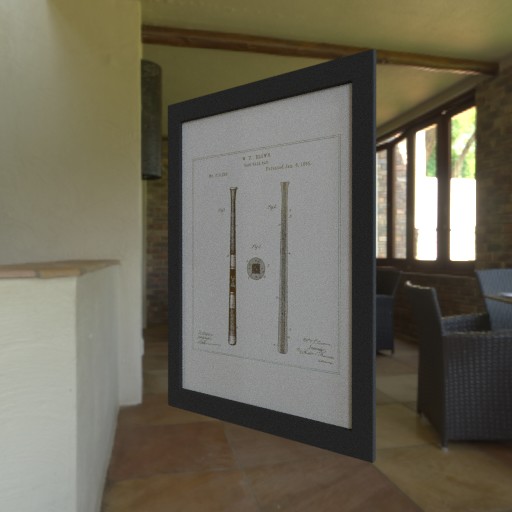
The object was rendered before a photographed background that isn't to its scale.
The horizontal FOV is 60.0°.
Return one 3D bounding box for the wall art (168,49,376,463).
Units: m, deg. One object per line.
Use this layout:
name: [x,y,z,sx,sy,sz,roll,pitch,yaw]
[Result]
wall art: [0.000,0.000,0.677,0.374,0.529,0.012,0,0,35]
